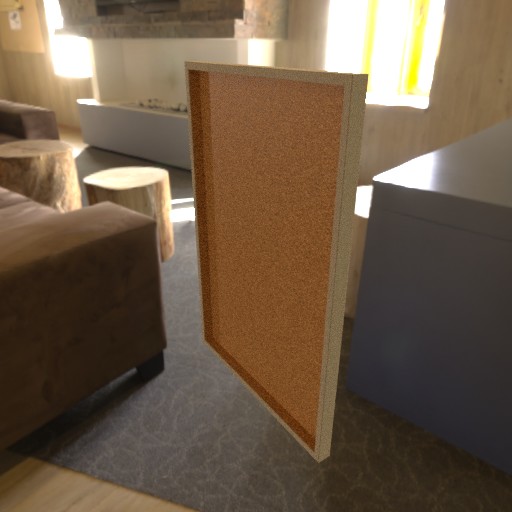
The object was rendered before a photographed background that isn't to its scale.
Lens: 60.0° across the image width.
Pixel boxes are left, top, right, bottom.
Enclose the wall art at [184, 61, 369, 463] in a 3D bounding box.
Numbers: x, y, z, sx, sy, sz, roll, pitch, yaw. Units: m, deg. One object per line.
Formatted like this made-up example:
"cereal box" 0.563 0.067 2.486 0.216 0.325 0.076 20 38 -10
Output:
"wall art" 0.000 0.000 1.160 0.038 0.914 0.610 -17 31 -31
